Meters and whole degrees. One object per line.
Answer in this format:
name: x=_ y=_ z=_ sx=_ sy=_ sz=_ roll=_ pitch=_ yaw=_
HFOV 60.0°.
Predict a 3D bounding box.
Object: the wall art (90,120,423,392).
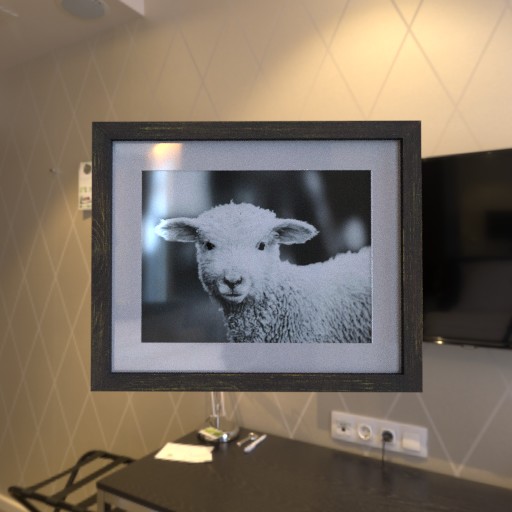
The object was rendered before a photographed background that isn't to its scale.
wall art: x=0.000 y=0.000 z=0.764 sx=0.558 sy=0.457 sz=0.032 roll=0 pitch=-1 yaw=1
